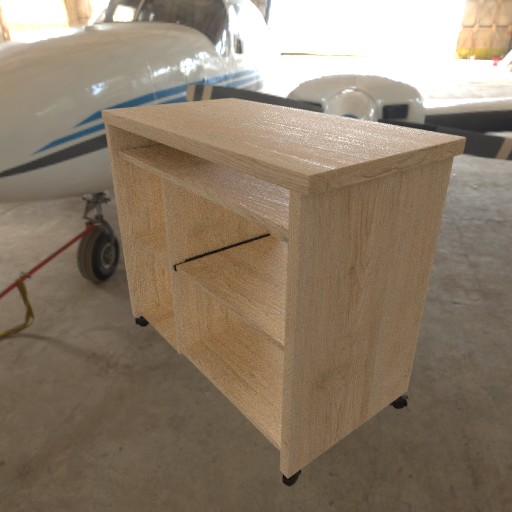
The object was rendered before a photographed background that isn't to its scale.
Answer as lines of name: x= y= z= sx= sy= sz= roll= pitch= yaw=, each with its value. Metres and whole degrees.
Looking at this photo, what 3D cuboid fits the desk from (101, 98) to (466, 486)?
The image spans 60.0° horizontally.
desk: x=0.000 y=0.000 z=1.308 sx=0.480 sy=0.770 sz=0.885 roll=-19 pitch=32 yaw=-33
